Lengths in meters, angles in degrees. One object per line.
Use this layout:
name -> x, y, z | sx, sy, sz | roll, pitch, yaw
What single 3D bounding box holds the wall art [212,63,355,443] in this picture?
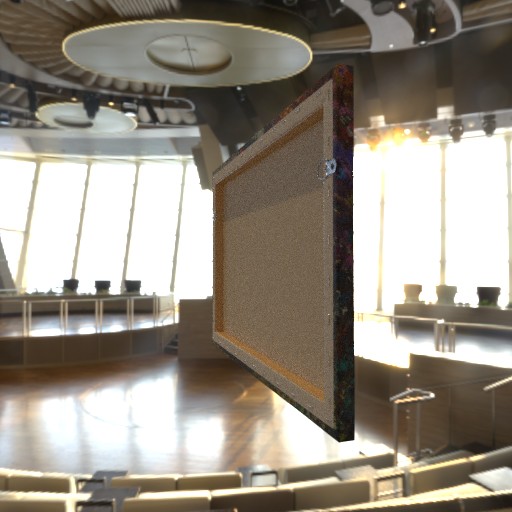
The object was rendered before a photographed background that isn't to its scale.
wall art -> 0.000, 0.000, 1.430 | 0.042, 0.760, 1.136 | 0, -1, -18
